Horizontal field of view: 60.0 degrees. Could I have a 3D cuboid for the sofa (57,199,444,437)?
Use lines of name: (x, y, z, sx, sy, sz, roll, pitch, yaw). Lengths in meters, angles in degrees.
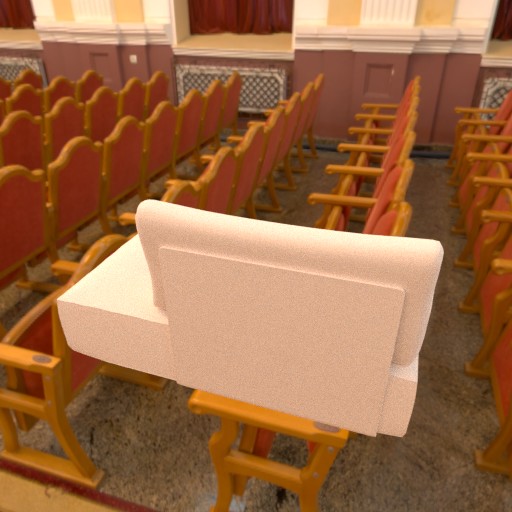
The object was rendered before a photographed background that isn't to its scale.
sofa: (0.000, 0.000, 1.997, 1.450, 0.820, 1.000, 10, 32, 16)
